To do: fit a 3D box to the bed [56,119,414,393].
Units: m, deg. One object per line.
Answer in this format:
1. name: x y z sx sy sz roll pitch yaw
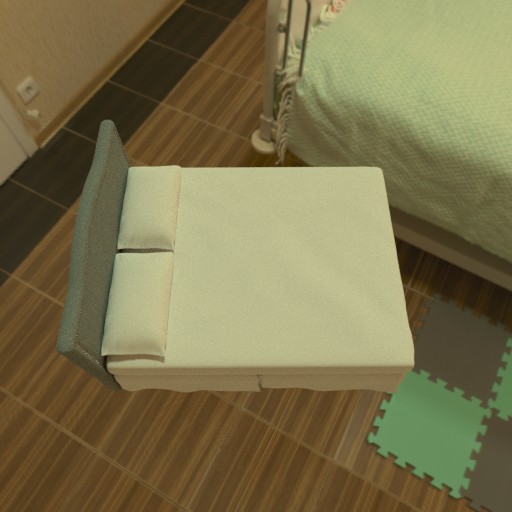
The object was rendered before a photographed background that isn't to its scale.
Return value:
1. bed: 0.000 0.000 3.960 2.689 1.457 2.161 0 63 0
